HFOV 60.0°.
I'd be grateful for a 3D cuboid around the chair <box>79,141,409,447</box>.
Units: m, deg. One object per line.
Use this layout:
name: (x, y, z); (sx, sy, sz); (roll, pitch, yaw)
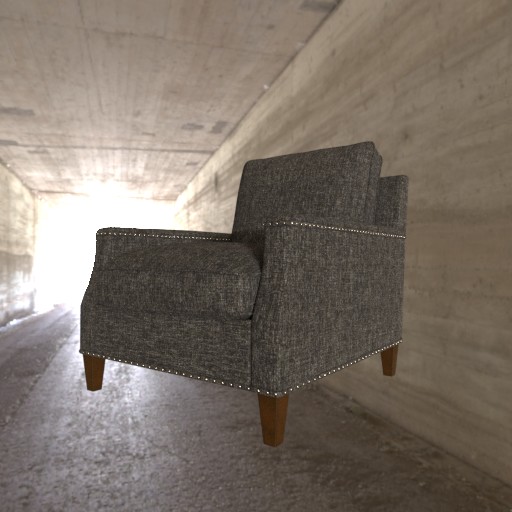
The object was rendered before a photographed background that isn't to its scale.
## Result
chair: (0.000, 0.000, 1.689); (0.853, 0.943, 1.014); (0, 0, 37)
